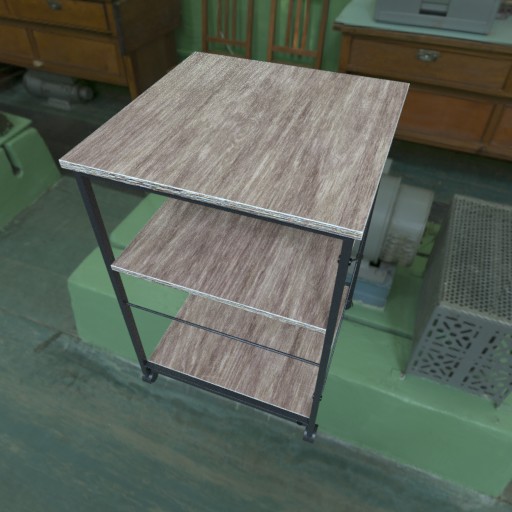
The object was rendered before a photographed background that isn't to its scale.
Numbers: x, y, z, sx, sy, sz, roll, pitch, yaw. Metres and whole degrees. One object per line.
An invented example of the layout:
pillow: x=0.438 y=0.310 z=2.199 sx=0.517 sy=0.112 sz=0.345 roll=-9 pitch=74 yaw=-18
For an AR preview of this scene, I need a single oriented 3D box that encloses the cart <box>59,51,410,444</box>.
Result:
cart: x=0.000 y=0.000 z=1.129 sx=0.520 sy=0.762 sz=0.521 roll=15 pitch=47 yaw=15
